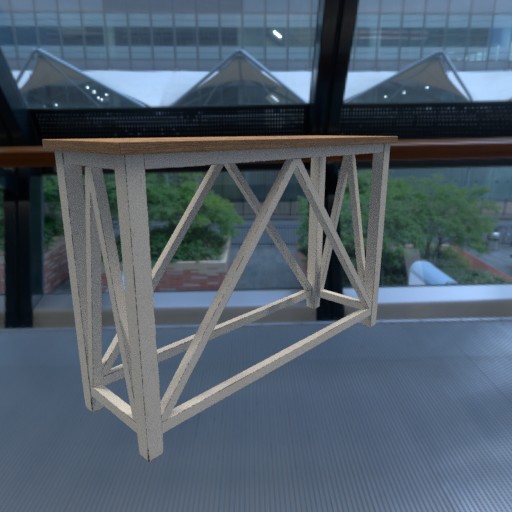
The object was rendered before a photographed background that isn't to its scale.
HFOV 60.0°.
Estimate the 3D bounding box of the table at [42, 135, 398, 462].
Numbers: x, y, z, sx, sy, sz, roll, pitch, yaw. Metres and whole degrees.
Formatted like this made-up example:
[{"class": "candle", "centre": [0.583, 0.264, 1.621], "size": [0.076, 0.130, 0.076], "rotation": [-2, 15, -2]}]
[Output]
[{"class": "table", "centre": [0.000, 0.000, 1.802], "size": [0.450, 0.930, 1.400], "rotation": [15, 21, 42]}]
